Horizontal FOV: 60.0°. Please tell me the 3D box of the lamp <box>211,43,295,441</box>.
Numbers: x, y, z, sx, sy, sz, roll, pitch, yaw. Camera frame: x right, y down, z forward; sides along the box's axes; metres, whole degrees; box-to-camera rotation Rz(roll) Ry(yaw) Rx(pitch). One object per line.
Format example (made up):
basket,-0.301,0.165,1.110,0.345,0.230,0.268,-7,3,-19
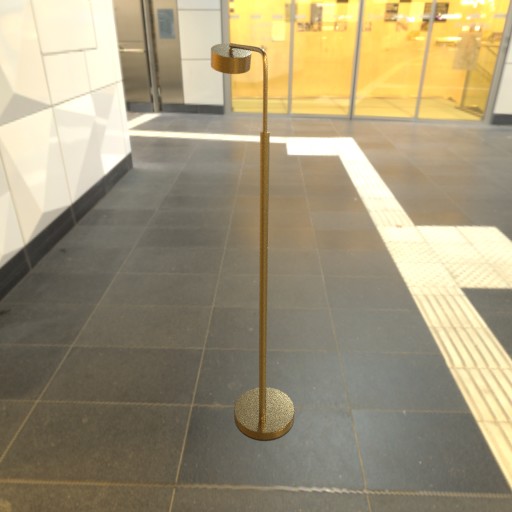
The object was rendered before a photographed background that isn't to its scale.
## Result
lamp,0.000,0.000,1.429,0.219,1.230,0.418,-8,29,-16
